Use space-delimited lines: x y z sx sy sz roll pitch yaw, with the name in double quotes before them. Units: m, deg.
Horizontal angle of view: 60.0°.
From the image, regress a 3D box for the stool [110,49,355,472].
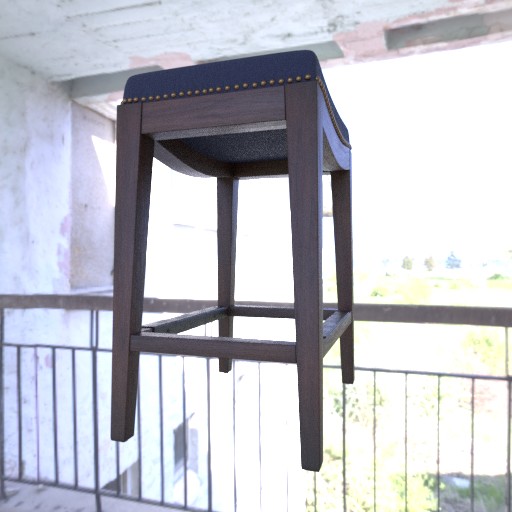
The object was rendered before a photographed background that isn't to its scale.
"stool" 0.000 0.000 0.939 0.361 0.642 0.500 0 0 18
